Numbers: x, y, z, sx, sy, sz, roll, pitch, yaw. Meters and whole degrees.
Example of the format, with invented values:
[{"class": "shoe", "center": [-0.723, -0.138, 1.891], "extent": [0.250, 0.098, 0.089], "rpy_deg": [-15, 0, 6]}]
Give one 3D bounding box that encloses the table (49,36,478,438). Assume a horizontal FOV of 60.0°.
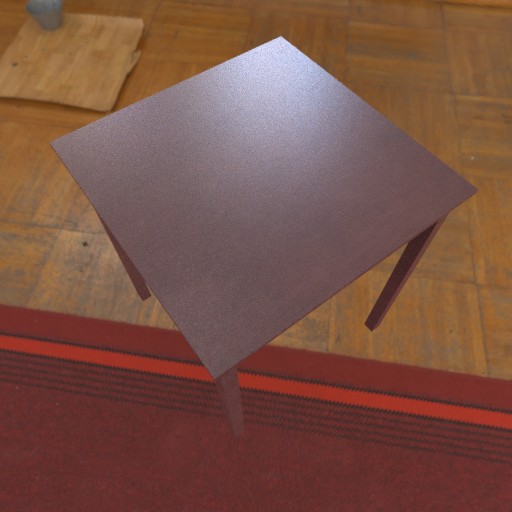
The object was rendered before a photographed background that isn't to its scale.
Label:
[{"class": "table", "center": [0.000, 0.000, 1.669], "extent": [0.861, 0.991, 0.861], "rpy_deg": [-33, 64, -18]}]
